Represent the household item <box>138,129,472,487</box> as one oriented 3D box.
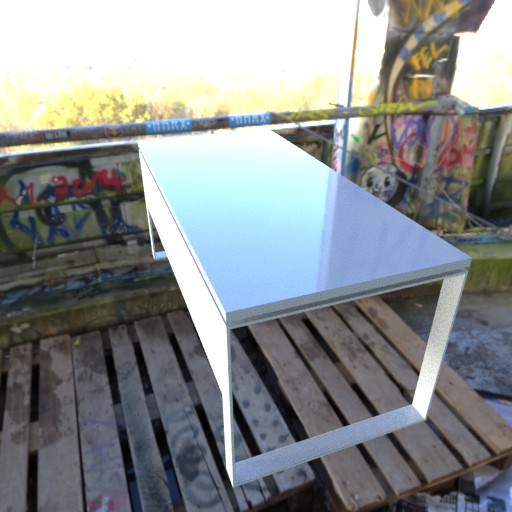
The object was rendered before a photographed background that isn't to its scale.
[{"bbox_3d":[0.000,0.000,2.133,0.800,0.745,1.700,-11,32,-18],"label":"household item"}]
